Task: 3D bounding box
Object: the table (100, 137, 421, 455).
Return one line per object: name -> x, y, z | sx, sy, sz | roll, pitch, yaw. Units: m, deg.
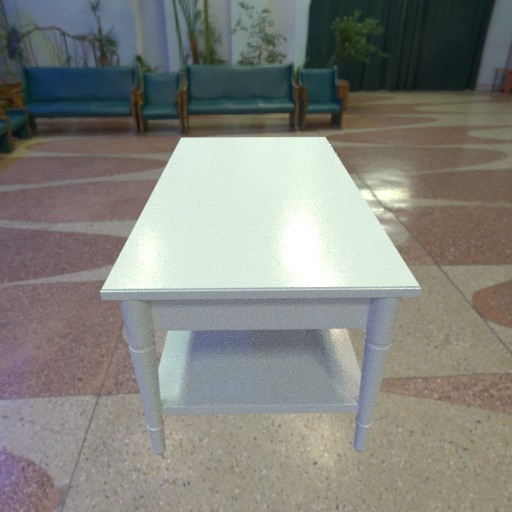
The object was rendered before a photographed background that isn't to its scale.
table -> 0.000, 0.000, 1.345 | 0.559, 0.457, 1.067 | -1, 29, -1
